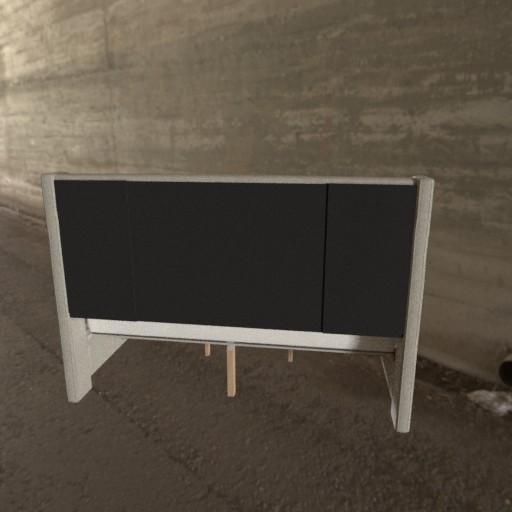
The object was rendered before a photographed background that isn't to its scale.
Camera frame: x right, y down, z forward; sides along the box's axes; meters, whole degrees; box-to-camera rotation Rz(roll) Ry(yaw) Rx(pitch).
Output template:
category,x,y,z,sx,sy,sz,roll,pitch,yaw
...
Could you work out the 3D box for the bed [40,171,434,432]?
category,x,y,z,sx,sy,sz,roll,pitch,yaw
bed,0.000,0.000,3.623,2.140,1.470,2.280,2,15,8
